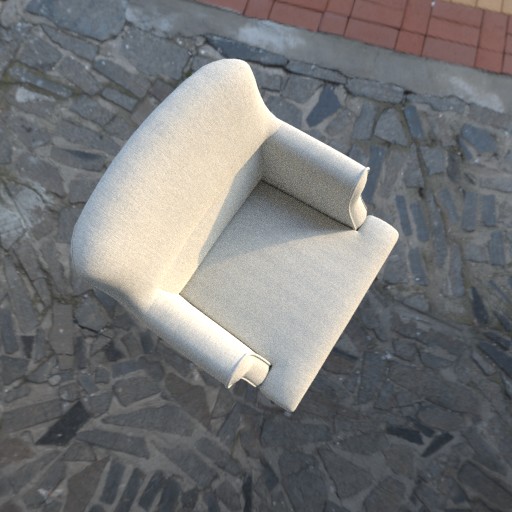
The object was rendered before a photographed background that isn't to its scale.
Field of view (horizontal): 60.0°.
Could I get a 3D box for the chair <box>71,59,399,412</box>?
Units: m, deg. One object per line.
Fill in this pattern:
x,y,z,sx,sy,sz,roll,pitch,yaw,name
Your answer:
0.000,0.000,1.469,0.750,0.875,0.781,33,78,8,chair
